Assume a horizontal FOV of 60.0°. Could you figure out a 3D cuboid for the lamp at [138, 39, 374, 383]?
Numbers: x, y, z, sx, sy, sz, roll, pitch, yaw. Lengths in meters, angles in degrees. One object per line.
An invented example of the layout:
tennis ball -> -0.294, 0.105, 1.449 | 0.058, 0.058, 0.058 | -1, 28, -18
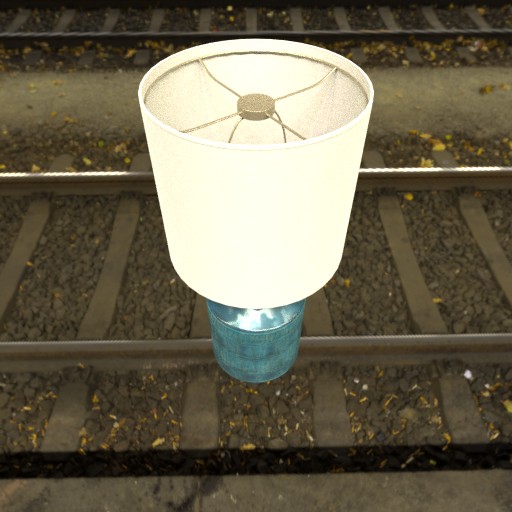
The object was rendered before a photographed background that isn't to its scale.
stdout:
lamp -> 0.000, 0.000, 0.567 | 0.211, 0.455, 0.211 | -17, 48, -15
